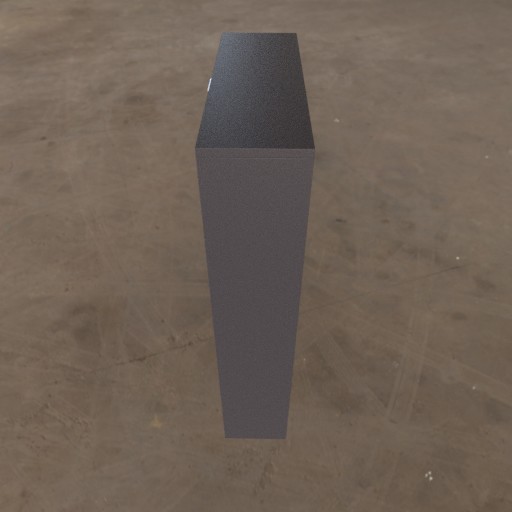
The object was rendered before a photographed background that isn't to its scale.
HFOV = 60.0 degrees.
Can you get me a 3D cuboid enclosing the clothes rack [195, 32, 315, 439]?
[{"bbox_3d":[0.000,0.000,1.597,0.250,1.280,0.750,1,43,1],"label":"clothes rack"}]
